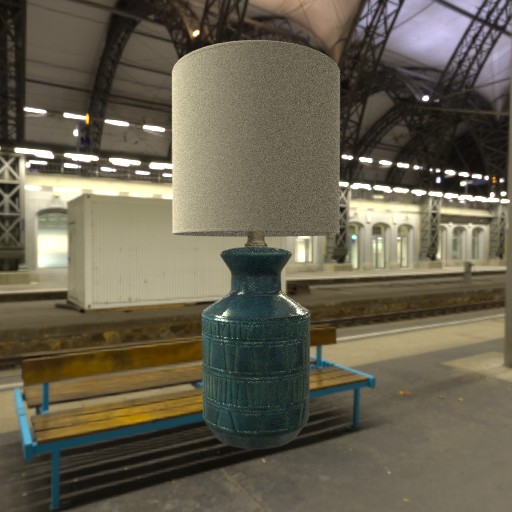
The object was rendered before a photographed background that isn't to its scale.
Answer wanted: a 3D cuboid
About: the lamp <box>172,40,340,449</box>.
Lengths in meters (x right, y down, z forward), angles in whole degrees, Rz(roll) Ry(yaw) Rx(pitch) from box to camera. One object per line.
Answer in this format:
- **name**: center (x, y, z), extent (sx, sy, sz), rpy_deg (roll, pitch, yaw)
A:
- **lamp**: center (0.000, 0.000, 0.572), extent (0.211, 0.455, 0.211), rpy_deg (1, 1, 36)
